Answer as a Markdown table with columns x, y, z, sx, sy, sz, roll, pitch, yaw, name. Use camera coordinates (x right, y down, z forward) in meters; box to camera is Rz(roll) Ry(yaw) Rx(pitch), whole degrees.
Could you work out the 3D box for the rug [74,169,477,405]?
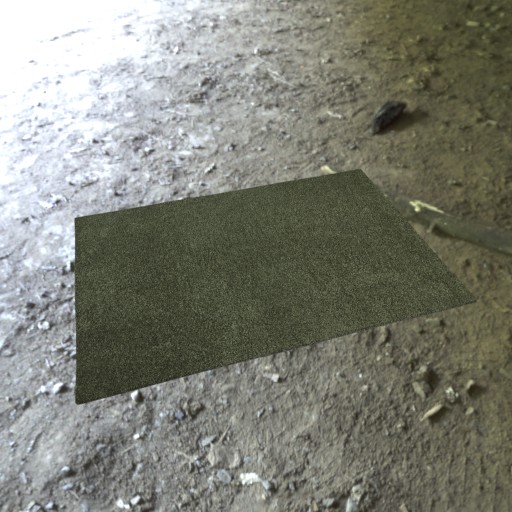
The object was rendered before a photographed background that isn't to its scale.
| x | y | z | sx | sy | sz | roll | pitch | yaw | name |
| --- | --- | --- | --- | --- | --- | --- | --- | --- | --- |
| 0.000 | 0.000 | 3.449 | 2.699 | 0.026 | 1.802 | -12 | 44 | -12 | rug |
